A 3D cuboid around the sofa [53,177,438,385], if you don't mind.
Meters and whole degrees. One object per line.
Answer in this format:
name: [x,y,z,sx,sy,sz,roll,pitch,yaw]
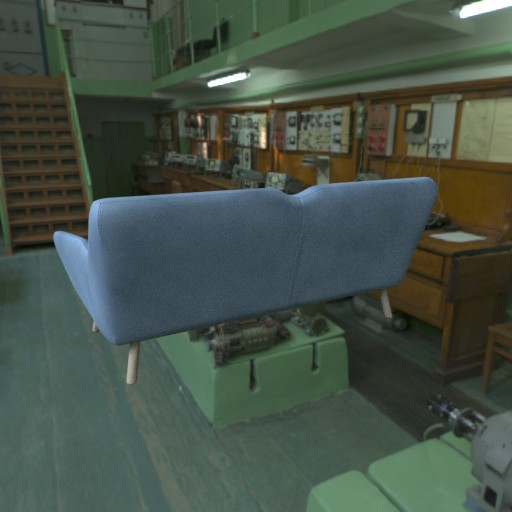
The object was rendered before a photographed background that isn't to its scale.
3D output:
sofa: [0.000,0.000,2.325,1.870,0.810,0.850,-8,18,-27]
